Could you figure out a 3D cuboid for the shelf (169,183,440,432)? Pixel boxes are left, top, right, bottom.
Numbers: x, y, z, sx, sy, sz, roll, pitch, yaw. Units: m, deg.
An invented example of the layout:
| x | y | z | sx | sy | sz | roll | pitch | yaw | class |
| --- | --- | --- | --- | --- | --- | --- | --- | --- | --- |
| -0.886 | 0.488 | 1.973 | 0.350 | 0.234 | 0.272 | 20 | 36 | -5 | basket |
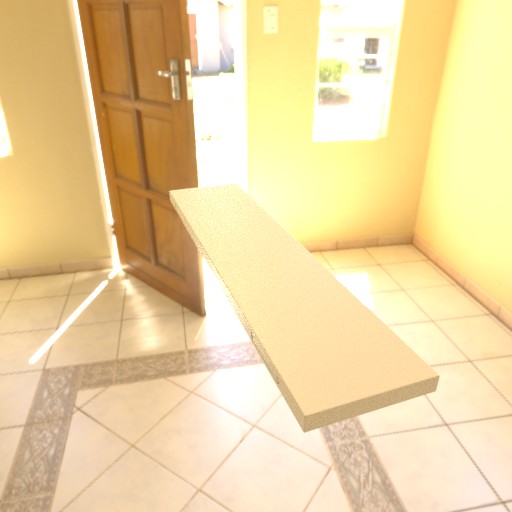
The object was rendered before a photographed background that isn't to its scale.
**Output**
| x | y | z | sx | sy | sz | roll | pitch | yaw | class |
| --- | --- | --- | --- | --- | --- | --- | --- | --- | --- |
| 0.000 | 0.000 | 0.650 | 0.140 | 0.020 | 0.610 | -10 | 29 | -18 | shelf |
